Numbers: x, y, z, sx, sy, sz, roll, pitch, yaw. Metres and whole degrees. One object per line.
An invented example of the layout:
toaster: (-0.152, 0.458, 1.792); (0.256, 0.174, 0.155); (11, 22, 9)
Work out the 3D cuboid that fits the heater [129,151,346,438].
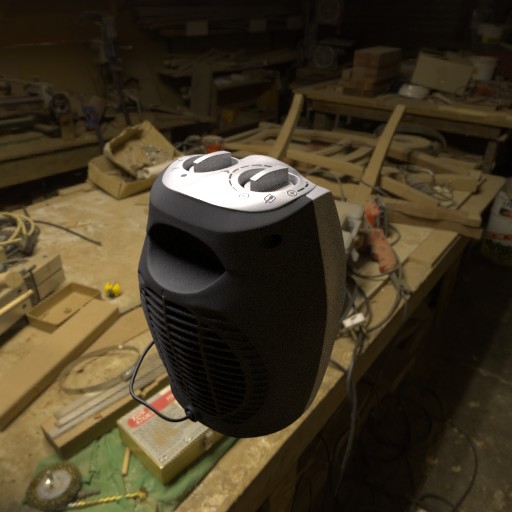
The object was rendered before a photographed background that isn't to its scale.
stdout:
heater: (0.000, 0.000, 0.465); (0.239, 0.240, 0.291); (23, 37, 33)
